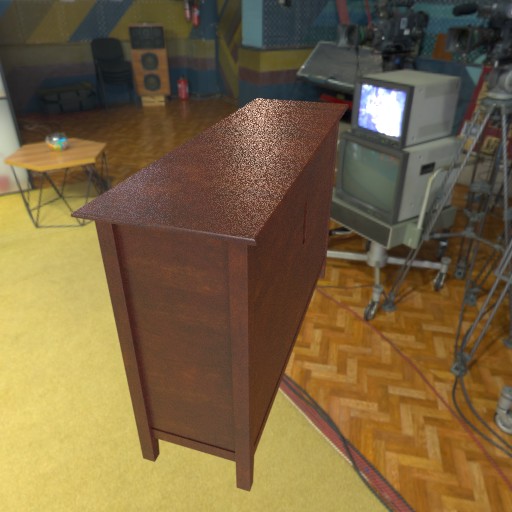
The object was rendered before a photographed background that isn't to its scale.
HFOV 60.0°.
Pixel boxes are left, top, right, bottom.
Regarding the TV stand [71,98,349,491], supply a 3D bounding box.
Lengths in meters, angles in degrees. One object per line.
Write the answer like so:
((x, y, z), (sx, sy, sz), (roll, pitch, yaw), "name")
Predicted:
((0.000, 0.000, 1.740), (0.445, 0.915, 1.372), (9, 32, 15), "TV stand")
